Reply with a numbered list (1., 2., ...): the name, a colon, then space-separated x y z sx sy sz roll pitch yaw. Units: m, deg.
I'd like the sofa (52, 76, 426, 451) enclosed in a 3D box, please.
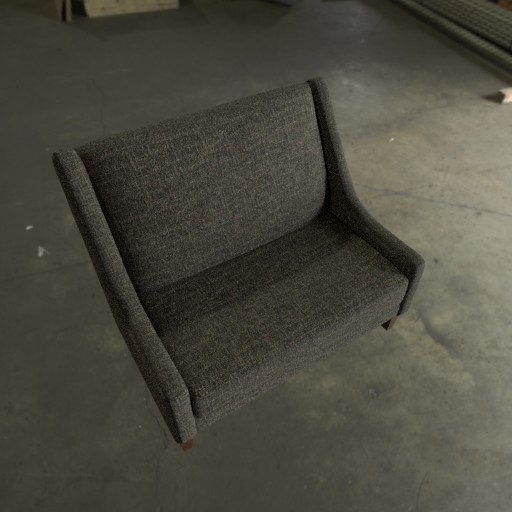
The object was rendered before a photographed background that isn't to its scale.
1. sofa: 0.000 0.000 1.908 1.242 1.021 0.870 -24 50 -22
